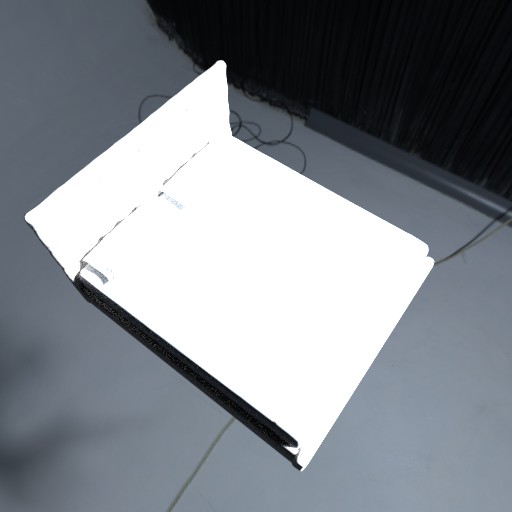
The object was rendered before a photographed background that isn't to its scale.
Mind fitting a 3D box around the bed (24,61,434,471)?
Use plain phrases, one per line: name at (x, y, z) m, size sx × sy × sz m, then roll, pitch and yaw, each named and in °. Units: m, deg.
bed at (0.000, 0.000, 3.587) m, size 2.387 × 1.427 × 2.078 m, roll 33°, pitch 65°, yaw 18°
